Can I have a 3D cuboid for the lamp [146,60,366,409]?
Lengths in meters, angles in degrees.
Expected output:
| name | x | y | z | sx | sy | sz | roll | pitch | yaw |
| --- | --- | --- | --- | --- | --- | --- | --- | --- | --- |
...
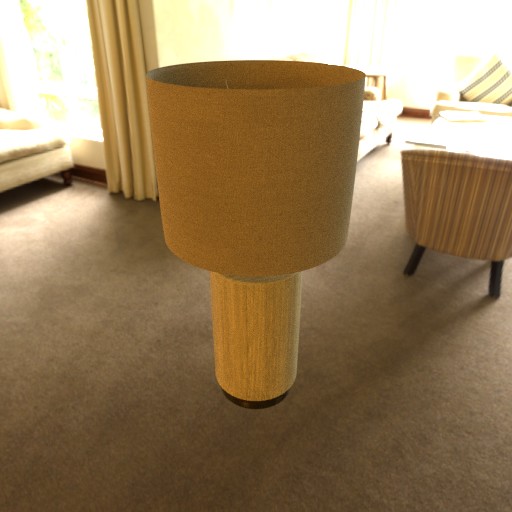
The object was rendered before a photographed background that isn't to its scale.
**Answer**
| name | x | y | z | sx | sy | sz | roll | pitch | yaw |
| --- | --- | --- | --- | --- | --- | --- | --- | --- | --- |
| lamp | 0.000 | 0.000 | 0.575 | 0.228 | 0.444 | 0.228 | -10 | 31 | -18 |
